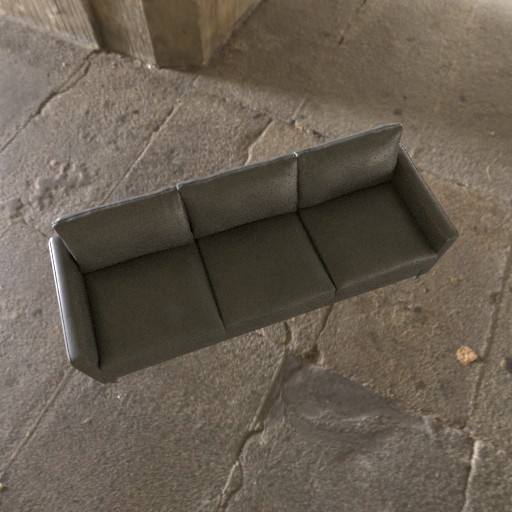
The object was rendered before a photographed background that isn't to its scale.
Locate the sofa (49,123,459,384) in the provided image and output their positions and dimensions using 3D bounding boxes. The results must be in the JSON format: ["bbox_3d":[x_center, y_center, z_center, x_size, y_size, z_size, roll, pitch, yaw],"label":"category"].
[{"bbox_3d":[0.000,0.000,2.416,2.029,0.805,0.748,-18,65,-8],"label":"sofa"}]
